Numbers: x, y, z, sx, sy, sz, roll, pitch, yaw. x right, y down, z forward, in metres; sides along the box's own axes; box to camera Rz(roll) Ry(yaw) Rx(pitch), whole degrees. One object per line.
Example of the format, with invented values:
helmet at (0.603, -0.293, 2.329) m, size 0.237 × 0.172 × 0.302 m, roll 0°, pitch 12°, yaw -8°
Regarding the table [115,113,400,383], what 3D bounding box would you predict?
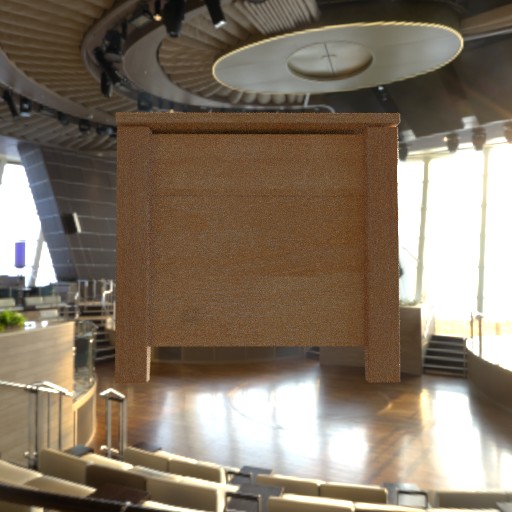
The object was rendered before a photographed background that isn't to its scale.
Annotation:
table at (0.000, 0.000, 1.252) m, size 0.483 × 0.457 × 1.016 m, roll 0°, pitch -2°, yaw 0°
